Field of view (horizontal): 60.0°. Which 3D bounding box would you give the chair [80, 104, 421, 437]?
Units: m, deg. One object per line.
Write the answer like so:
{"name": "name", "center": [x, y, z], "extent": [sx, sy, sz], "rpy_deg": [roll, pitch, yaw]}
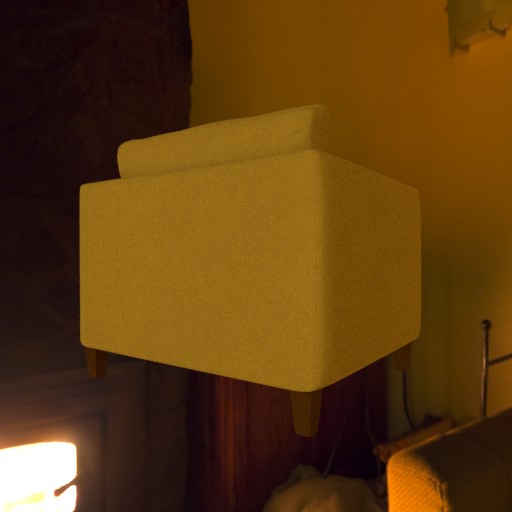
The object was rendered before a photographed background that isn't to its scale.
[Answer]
{"name": "chair", "center": [0.000, 0.000, 1.824], "extent": [1.107, 0.961, 0.959], "rpy_deg": [0, 0, 36]}
